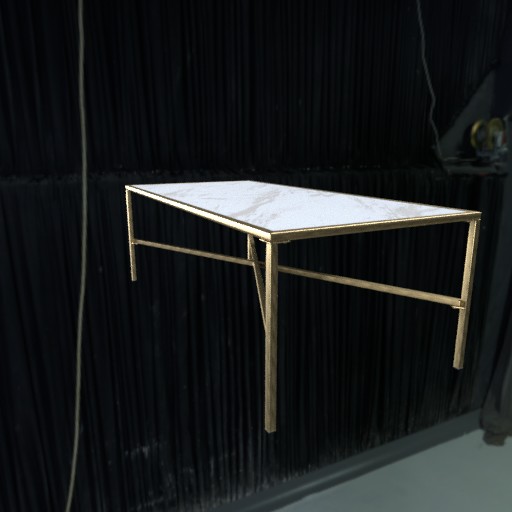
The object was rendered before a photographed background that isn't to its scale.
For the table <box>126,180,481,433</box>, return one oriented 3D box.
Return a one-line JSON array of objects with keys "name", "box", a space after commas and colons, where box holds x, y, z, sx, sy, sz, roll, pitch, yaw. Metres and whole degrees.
[{"name": "table", "box": [0.000, 0.000, 1.480, 0.577, 0.405, 1.197, -7, 15, -27]}]
